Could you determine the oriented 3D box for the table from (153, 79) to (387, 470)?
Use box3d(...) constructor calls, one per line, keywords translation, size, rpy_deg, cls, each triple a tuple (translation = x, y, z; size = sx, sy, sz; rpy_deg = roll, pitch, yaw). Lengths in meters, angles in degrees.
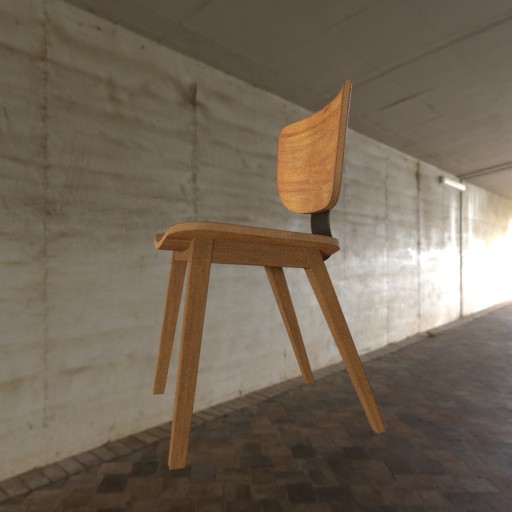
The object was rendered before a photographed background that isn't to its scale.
box3d(translation=(0.000, 0.000, 1.143), size=(0.500, 0.805, 0.499), rpy_deg=(0, 0, -17), cls="table")
